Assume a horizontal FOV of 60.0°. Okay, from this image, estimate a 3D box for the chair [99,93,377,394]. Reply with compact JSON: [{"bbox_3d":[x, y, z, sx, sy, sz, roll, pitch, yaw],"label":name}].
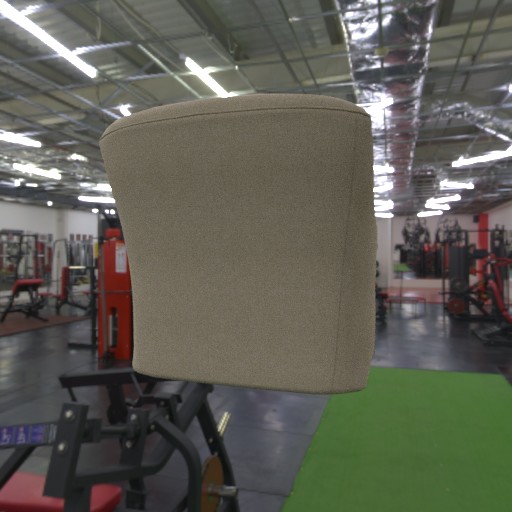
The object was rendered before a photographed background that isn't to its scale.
[{"bbox_3d":[0.000,0.000,1.600,0.864,0.856,0.923,0,0,19],"label":"chair"}]
